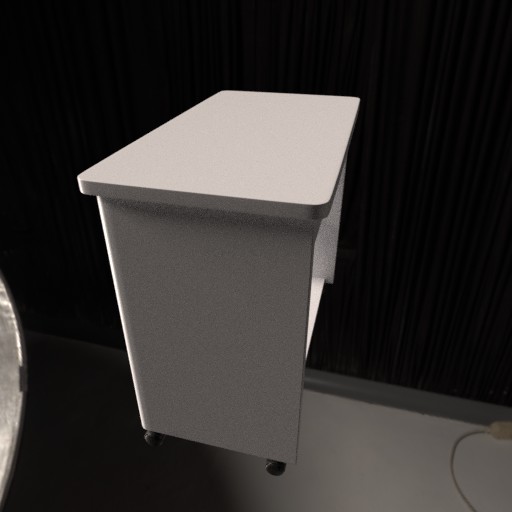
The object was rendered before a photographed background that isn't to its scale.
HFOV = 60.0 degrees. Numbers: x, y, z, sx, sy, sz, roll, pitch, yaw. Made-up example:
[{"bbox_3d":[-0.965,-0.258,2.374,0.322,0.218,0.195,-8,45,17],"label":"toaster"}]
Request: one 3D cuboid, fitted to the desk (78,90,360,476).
[{"bbox_3d":[0.000,0.000,1.319,0.475,0.763,0.877,8,32,13],"label":"desk"}]
